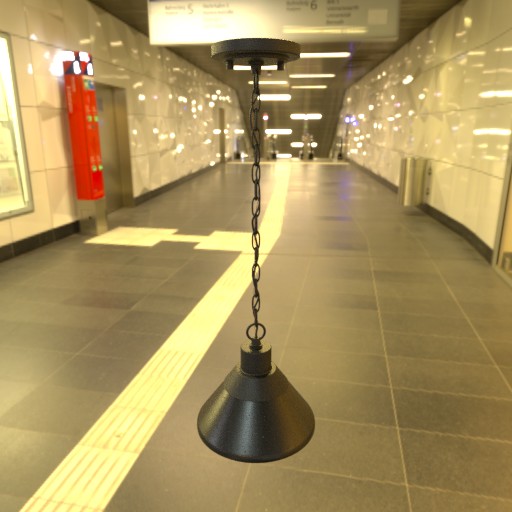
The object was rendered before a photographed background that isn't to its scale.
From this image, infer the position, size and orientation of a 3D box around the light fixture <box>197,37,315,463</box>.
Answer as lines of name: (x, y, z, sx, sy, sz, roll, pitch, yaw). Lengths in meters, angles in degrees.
light fixture: (0.000, 0.000, 0.679, 0.201, 0.588, 0.201, -2, 16, -8)
